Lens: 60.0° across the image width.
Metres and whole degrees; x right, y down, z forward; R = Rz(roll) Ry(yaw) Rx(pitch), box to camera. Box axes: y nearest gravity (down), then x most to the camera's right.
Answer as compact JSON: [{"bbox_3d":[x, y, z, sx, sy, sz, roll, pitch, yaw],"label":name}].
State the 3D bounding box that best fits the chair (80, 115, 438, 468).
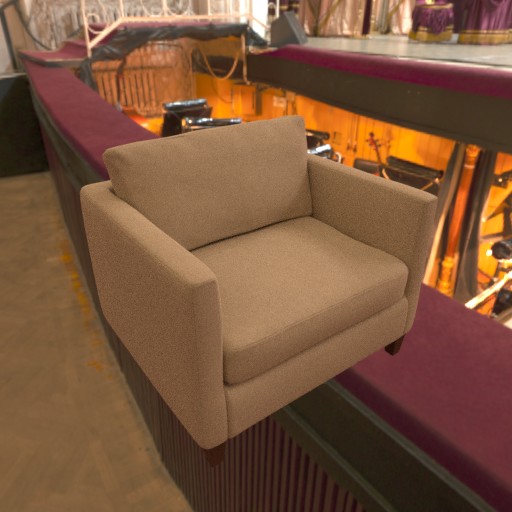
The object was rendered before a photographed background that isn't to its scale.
[{"bbox_3d":[0.000,0.000,1.840,1.107,0.961,0.959,-19,34,-31],"label":"chair"}]
